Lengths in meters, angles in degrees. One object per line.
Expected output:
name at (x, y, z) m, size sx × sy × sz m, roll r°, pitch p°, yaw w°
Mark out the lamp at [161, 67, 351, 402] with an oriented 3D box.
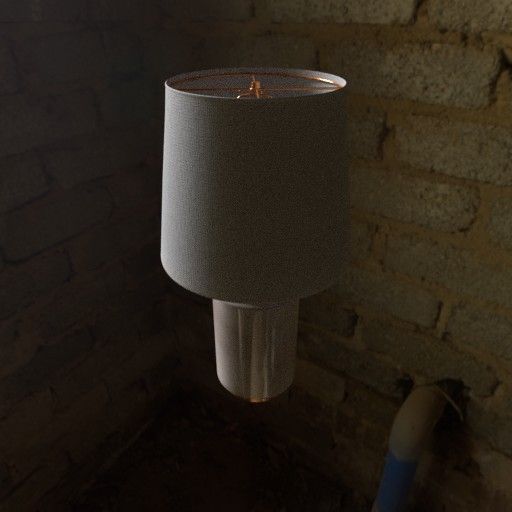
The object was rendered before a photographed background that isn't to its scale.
lamp at (0.000, 0.000, 0.455) m, size 0.189 × 0.340 × 0.189 m, roll 0°, pitch 31°, yaw 0°
